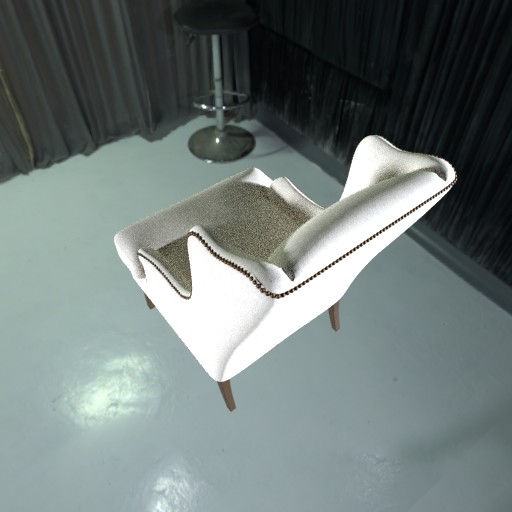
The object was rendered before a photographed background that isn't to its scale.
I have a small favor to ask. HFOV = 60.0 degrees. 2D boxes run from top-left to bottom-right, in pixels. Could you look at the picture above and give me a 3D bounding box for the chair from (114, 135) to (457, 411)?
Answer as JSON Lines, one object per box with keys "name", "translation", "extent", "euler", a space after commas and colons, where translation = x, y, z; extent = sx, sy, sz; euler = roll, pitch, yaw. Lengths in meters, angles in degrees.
{"name": "chair", "translation": [0.000, 0.000, 1.642], "extent": [0.737, 1.029, 0.940], "euler": [-31, 54, -25]}
